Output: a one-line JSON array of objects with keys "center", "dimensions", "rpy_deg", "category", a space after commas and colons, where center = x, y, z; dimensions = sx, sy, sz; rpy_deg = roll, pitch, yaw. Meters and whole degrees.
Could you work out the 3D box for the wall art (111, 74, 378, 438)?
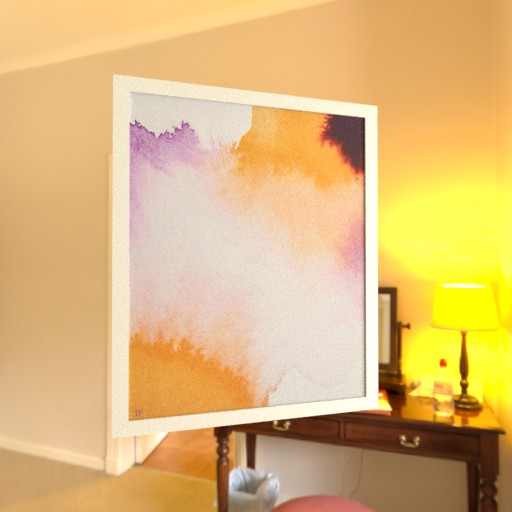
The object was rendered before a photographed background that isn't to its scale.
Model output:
[{"center": [0.000, 0.000, 0.618], "dimensions": [0.382, 0.456, 0.013], "rpy_deg": [0, -1, -17], "category": "wall art"}]
